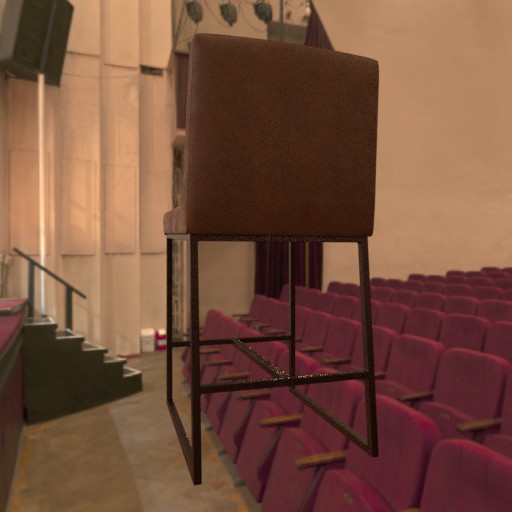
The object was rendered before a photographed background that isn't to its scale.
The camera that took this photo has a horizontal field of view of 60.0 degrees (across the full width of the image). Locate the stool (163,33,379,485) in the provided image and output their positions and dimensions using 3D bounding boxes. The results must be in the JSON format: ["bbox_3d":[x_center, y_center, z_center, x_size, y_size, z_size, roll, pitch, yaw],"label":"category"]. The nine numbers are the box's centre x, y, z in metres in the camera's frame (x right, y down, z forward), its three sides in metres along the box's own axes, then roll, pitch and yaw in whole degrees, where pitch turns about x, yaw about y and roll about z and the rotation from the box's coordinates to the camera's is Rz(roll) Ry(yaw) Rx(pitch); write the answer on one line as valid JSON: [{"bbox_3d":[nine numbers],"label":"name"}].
[{"bbox_3d":[0.000,0.000,1.231,0.463,0.942,0.562,0,0,-17],"label":"stool"}]
